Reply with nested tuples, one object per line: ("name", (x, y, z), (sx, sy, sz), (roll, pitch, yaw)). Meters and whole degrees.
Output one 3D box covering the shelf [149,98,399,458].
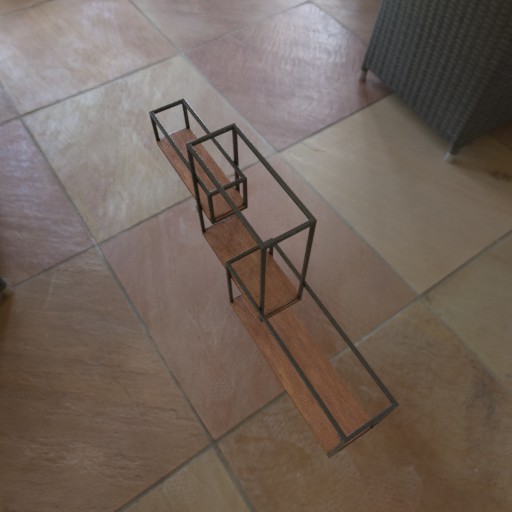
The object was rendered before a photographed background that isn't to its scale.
("shelf", (0.000, 0.000, 2.124), (0.275, 0.972, 1.781), (-27, 62, -16))
